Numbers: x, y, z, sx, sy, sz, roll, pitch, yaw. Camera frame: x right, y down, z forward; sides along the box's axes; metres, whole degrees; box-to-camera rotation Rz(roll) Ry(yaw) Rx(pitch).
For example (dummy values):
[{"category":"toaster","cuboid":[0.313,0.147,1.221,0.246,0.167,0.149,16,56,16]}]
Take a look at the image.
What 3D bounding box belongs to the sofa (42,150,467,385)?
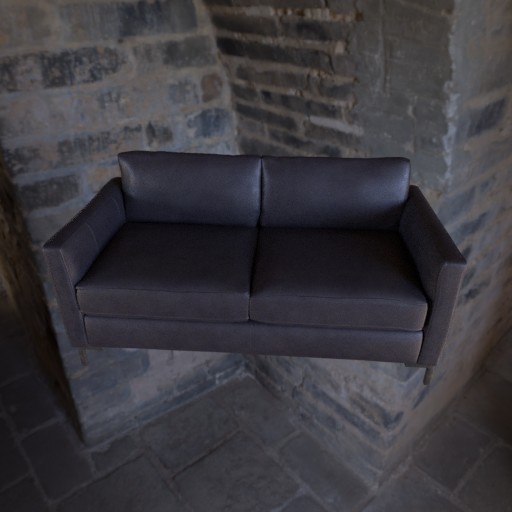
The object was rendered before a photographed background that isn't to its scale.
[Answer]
[{"category":"sofa","cuboid":[0.000,0.000,2.281,1.805,0.883,0.947,1,30,2]}]
